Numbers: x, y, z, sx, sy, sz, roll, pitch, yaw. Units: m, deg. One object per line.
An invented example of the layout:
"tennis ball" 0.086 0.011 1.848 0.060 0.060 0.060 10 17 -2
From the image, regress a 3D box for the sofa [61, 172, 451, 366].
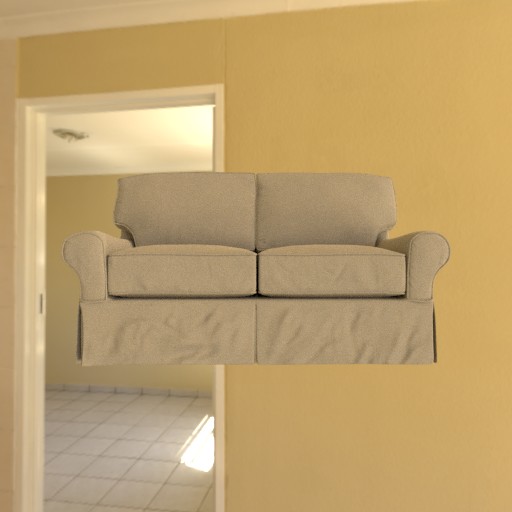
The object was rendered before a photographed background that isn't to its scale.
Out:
"sofa" 0.000 0.000 2.440 1.823 1.024 0.841 0 -1 -1
